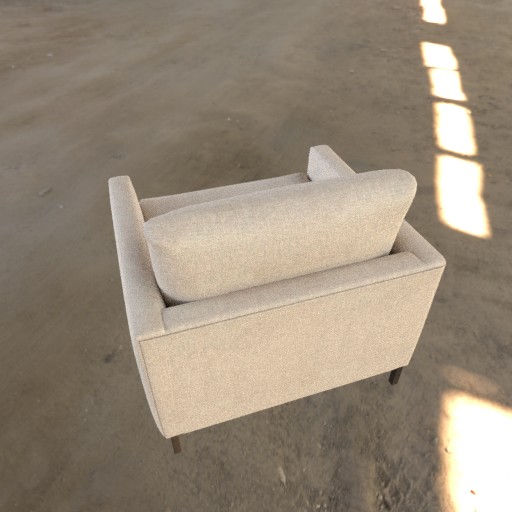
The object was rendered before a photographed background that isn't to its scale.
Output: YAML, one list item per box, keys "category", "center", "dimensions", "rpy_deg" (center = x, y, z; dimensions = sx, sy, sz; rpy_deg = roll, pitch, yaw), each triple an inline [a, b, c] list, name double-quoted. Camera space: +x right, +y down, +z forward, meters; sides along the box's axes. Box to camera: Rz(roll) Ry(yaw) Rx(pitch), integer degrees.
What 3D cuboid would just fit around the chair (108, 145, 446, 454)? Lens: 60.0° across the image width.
- category: "chair"
  center: [0.000, 0.000, 1.647]
  dimensions: [0.963, 0.861, 0.866]
  rpy_deg: [-12, 41, -14]
